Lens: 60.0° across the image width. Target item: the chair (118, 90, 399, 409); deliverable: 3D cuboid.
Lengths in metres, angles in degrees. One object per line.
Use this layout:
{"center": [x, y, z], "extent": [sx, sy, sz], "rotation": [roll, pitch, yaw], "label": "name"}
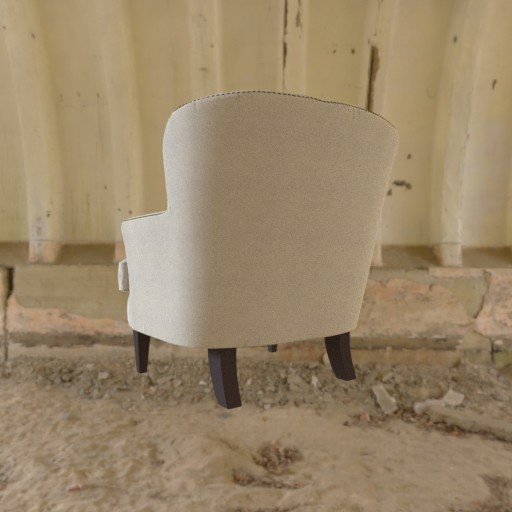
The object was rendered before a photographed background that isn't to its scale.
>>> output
{"center": [0.000, 0.000, 1.593], "extent": [0.848, 0.868, 0.906], "rotation": [0, 0, -36], "label": "chair"}
